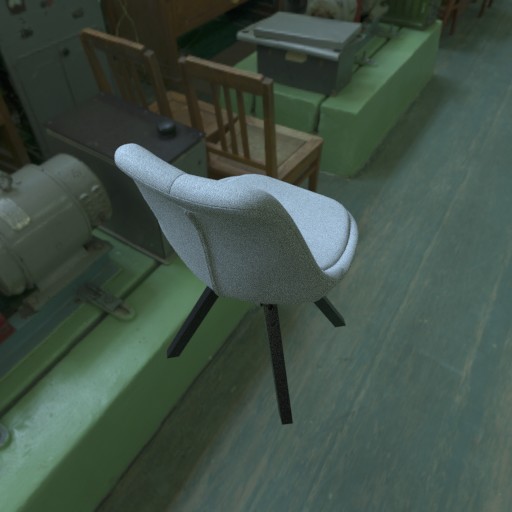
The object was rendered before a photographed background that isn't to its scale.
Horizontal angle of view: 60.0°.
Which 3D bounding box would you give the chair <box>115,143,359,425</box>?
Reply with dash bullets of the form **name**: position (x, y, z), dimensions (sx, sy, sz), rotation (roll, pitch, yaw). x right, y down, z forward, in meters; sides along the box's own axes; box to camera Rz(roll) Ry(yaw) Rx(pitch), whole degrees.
- **chair**: position (0.000, 0.000, 1.163), dimensions (0.485, 0.850, 0.550), rotation (23, 51, 20)
